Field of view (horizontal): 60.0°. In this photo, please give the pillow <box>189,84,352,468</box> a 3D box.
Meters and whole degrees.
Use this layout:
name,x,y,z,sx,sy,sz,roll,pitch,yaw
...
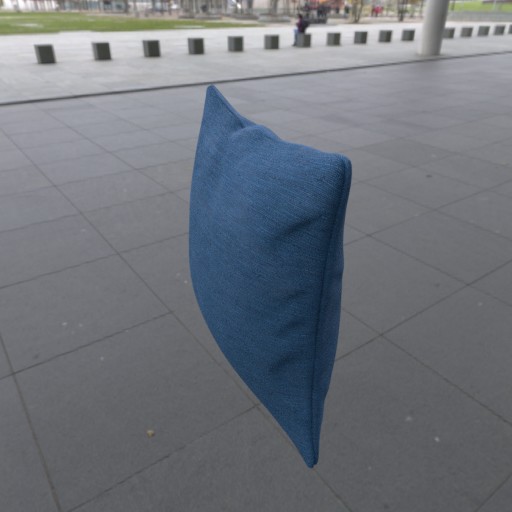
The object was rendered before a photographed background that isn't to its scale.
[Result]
name,x,y,z,sx,sy,sz,roll,pitch,yaw
pillow,0.000,0.000,0.655,0.177,0.420,0.437,-11,31,-18
